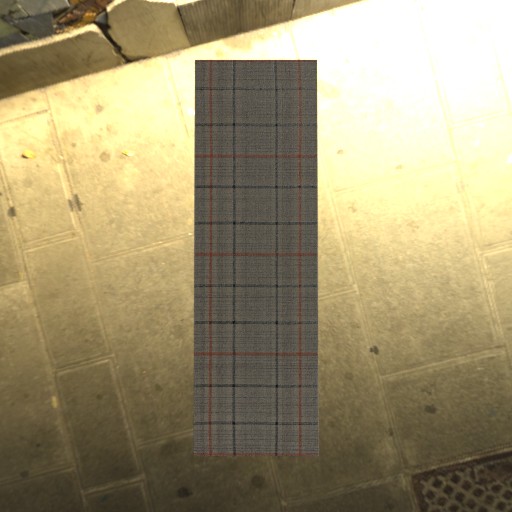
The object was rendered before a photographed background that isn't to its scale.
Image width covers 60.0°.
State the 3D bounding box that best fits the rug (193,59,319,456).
[{"bbox_3d":[0.000,0.000,2.728,0.762,0.008,2.439,0,89,0],"label":"rug"}]
